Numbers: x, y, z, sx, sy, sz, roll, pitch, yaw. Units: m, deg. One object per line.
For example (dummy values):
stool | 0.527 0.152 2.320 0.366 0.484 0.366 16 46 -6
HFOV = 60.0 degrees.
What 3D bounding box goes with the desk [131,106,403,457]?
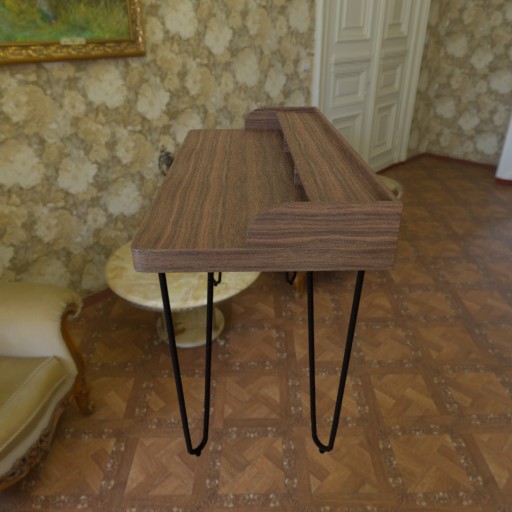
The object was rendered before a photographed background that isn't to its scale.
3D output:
desk | 0.000 0.000 1.614 0.565 0.854 1.200 -1 28 -1
